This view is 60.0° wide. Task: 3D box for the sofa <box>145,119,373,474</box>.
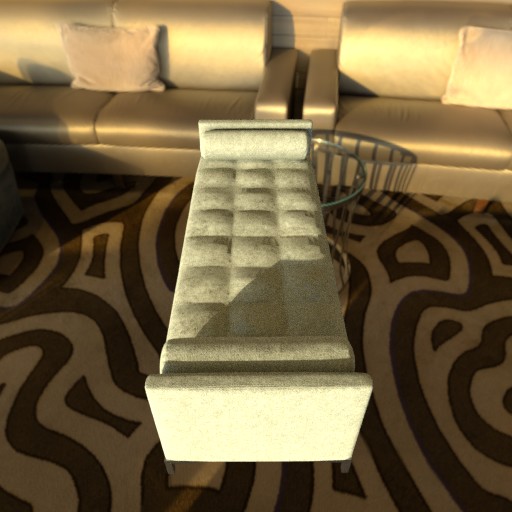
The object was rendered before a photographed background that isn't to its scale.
[{"bbox_3d":[0.000,0.000,2.465,0.797,0.657,2.102,0,42,0],"label":"sofa"}]
